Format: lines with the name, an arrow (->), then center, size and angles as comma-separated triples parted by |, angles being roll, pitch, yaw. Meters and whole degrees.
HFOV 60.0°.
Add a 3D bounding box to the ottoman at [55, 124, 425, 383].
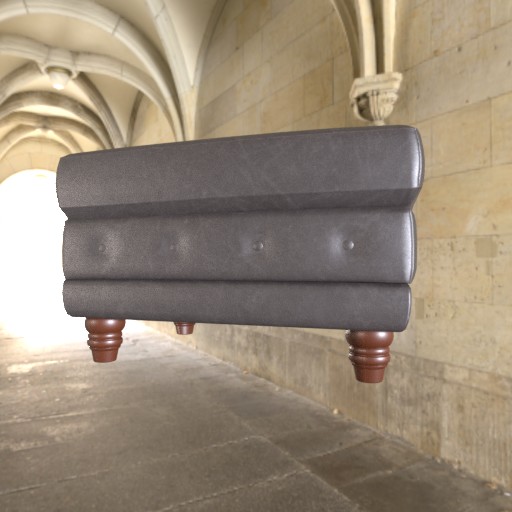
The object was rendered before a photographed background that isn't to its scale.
ottoman -> 0.000, 0.000, 1.162 | 0.795, 0.498, 0.590 | 0, -1, 17
